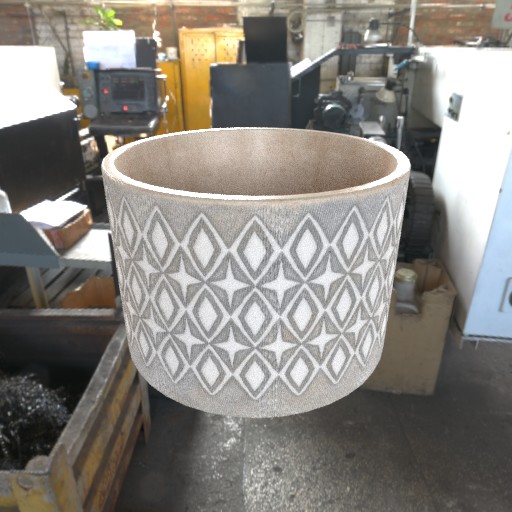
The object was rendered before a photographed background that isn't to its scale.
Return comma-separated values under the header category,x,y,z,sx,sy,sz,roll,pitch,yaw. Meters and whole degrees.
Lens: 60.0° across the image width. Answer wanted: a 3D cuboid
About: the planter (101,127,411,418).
category,x,y,z,sx,sy,sz,roll,pitch,yaw
planter,0.000,0.000,0.273,0.164,0.127,0.164,0,26,0
